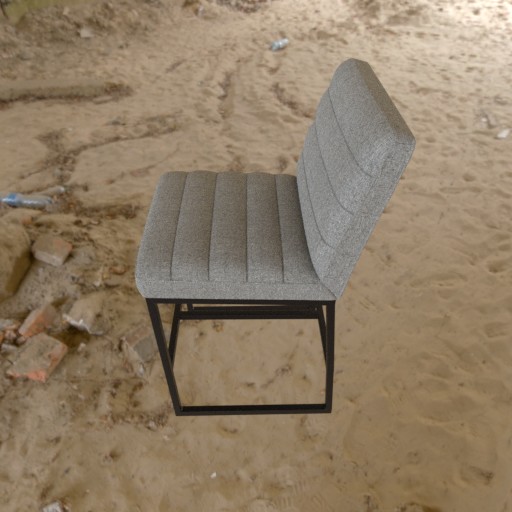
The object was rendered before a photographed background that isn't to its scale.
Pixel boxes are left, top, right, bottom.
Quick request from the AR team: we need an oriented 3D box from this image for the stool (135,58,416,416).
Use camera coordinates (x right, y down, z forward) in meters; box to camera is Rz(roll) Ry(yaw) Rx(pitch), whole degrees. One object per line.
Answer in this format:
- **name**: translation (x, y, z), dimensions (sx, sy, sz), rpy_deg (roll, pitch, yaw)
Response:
- **stool**: translation (0.000, 0.000, 1.240), dimensions (0.560, 0.940, 0.460), rpy_deg (-1, 41, -1)
